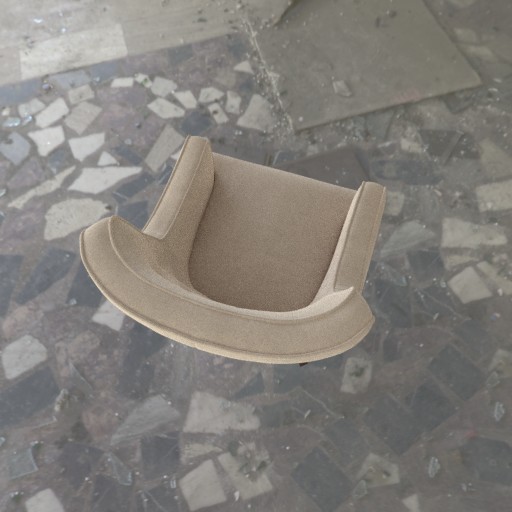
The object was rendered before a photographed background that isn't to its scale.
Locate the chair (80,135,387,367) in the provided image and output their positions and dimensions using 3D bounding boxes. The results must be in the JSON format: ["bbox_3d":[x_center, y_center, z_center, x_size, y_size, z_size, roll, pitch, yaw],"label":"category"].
[{"bbox_3d":[0.000,0.000,1.592,0.781,0.920,0.910,17,66,8],"label":"chair"}]
